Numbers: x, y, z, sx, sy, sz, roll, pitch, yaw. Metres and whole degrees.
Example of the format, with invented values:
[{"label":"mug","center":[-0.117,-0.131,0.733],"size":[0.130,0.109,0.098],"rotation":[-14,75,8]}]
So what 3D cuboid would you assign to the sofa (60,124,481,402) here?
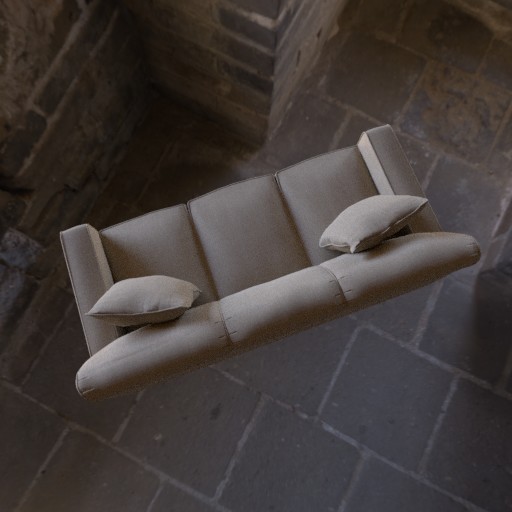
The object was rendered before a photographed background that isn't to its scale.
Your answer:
[{"label":"sofa","center":[0.000,0.000,2.582],"size":[2.024,0.958,0.997],"rotation":[-19,76,-5]}]
